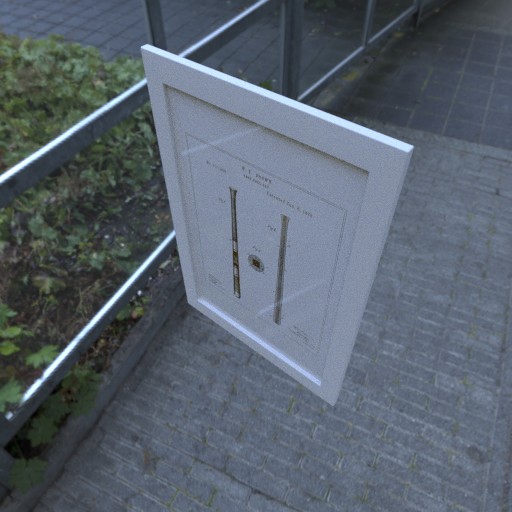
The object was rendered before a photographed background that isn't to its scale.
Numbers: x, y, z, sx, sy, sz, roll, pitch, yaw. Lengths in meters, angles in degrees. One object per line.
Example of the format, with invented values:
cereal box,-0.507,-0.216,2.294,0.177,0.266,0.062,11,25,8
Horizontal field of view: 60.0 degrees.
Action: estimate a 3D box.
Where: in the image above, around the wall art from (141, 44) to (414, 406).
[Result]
wall art,0.000,0.000,0.610,0.329,0.482,0.011,31,54,25
